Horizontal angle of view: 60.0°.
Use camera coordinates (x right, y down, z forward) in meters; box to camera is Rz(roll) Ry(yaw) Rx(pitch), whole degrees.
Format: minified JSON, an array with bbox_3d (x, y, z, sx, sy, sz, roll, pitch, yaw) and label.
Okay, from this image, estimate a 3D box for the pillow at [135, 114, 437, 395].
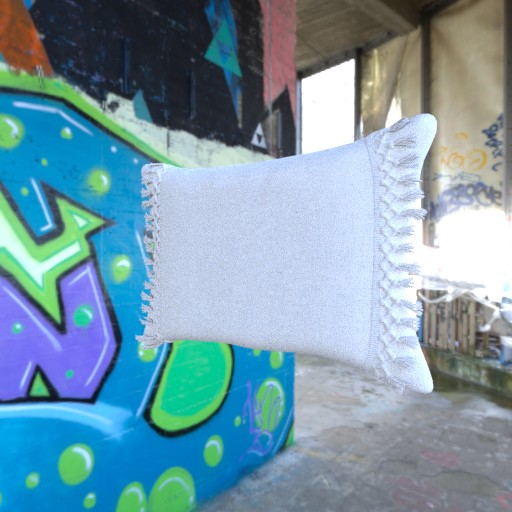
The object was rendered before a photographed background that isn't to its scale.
[{"bbox_3d":[0.000,0.000,0.601,0.466,0.305,0.084,0,0,36],"label":"pillow"}]
